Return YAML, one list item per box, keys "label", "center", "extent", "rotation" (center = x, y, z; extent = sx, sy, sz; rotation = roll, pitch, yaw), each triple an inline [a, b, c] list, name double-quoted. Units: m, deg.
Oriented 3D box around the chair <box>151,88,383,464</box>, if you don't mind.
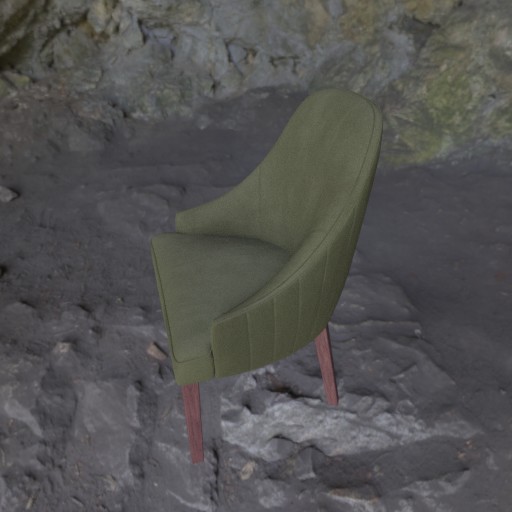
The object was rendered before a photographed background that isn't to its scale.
- label: "chair"
  center: [0.000, 0.000, 1.299]
  extent: [0.575, 0.889, 0.643]
  rotation: [-9, 32, -14]
